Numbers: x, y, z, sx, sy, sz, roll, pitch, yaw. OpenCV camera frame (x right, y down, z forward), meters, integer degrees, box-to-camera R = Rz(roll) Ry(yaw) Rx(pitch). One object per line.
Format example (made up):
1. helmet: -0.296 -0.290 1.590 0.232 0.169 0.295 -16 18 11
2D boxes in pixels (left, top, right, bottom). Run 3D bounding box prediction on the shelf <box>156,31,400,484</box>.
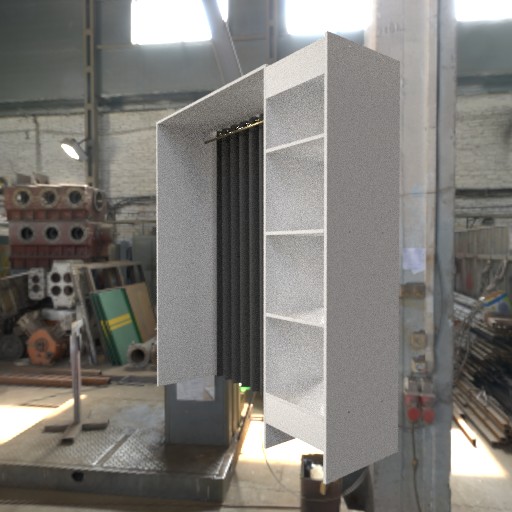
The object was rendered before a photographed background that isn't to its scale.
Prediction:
1. shelf: 0.000 0.000 2.554 0.500 1.810 1.600 -1 1 -37
